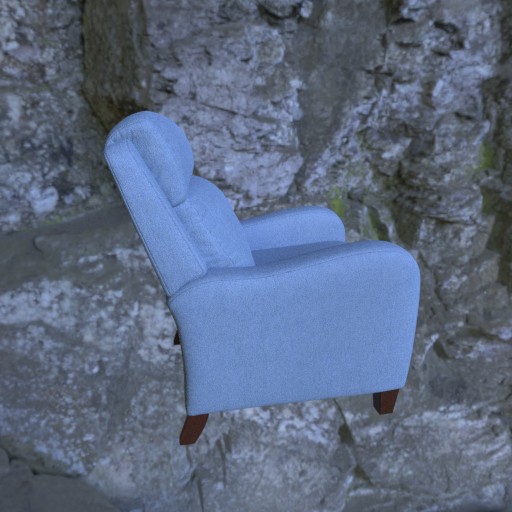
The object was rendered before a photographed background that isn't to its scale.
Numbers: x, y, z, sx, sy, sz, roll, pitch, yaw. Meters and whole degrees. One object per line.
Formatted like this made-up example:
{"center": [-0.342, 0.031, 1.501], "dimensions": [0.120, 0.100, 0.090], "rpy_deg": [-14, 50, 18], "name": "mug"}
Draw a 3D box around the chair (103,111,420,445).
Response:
{"center": [0.000, 0.000, 1.727], "dimensions": [0.988, 1.067, 0.785], "rpy_deg": [-3, 17, -11], "name": "chair"}
